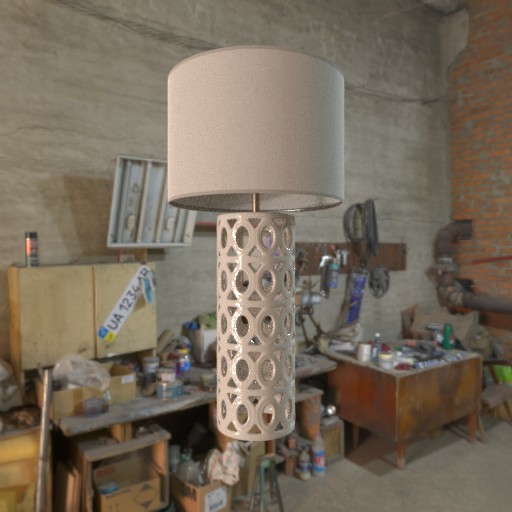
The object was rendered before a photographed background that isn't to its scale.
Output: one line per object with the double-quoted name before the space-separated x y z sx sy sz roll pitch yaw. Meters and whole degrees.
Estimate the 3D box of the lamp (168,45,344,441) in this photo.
"lamp" 0.000 0.000 0.831 0.324 0.636 0.325 0 0 18
